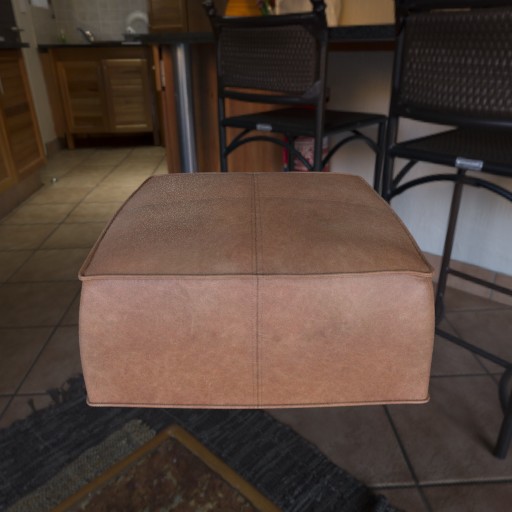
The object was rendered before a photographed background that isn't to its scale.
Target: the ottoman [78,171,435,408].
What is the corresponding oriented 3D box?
[{"bbox_3d":[0.000,0.000,1.391,0.901,0.395,0.902,0,26,-1],"label":"ottoman"}]
